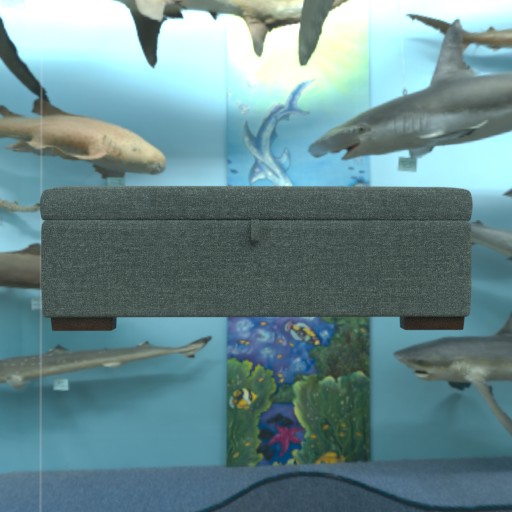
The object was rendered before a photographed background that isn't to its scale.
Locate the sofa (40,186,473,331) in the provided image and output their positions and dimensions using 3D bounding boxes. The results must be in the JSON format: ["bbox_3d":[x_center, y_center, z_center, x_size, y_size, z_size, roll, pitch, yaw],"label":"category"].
[{"bbox_3d":[0.000,0.000,1.586,1.198,0.417,0.782,0,0,-1],"label":"sofa"}]
